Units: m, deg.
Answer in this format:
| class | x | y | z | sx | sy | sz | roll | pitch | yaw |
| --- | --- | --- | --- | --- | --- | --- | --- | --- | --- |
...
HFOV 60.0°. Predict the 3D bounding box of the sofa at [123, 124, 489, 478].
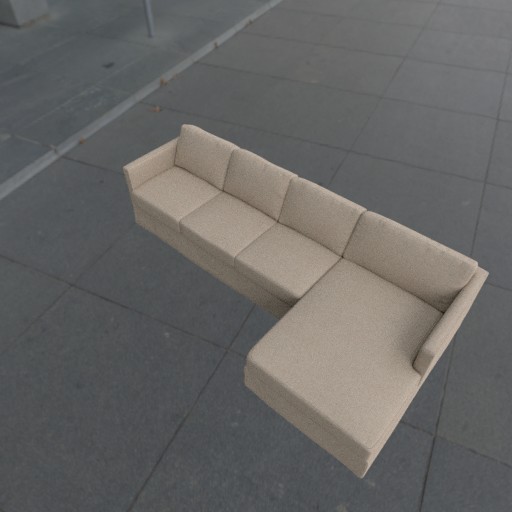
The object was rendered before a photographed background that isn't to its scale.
| class | x | y | z | sx | sy | sz | roll | pitch | yaw |
| --- | --- | --- | --- | --- | --- | --- | --- | --- | --- |
| sofa | 0.000 | 0.000 | 3.732 | 3.177 | 0.867 | 1.622 | 31 | 53 | 27 |
